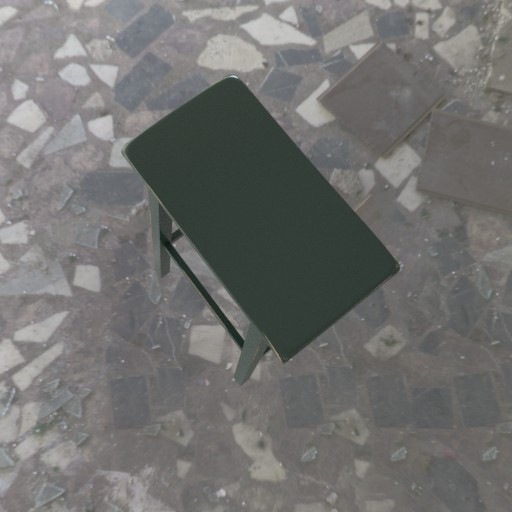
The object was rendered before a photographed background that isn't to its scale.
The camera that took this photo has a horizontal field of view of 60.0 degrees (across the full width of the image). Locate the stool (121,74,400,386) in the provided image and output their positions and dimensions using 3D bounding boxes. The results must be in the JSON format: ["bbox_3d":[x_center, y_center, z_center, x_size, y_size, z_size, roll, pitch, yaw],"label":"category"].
[{"bbox_3d":[0.000,0.000,1.074,0.476,0.737,0.457,-37,80,-8],"label":"stool"}]
